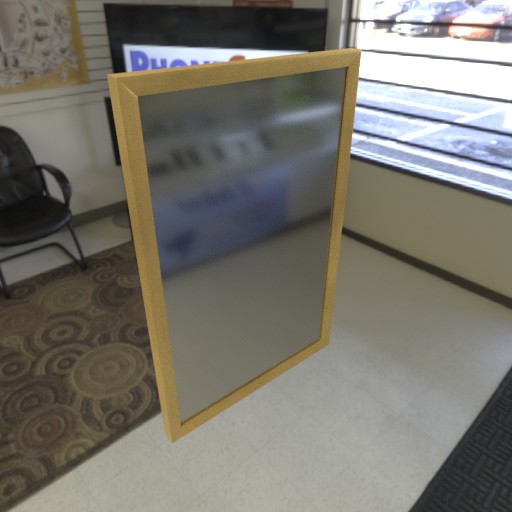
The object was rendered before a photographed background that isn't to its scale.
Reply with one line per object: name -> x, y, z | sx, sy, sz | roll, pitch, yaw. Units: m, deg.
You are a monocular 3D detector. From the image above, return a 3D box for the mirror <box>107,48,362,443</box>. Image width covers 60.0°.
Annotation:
mirror -> 0.000, 0.000, 1.120 | 0.609, 0.915, 0.040 | -23, 38, -33
